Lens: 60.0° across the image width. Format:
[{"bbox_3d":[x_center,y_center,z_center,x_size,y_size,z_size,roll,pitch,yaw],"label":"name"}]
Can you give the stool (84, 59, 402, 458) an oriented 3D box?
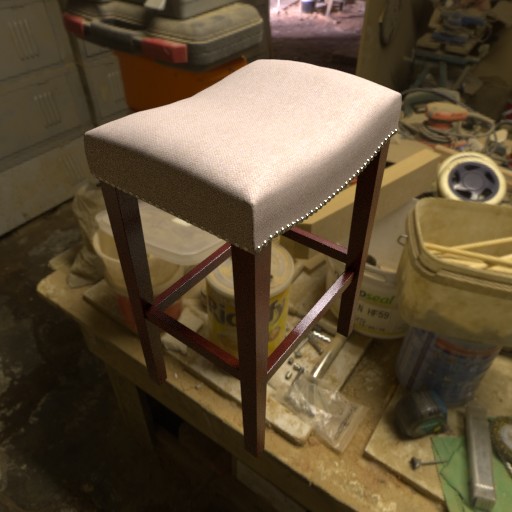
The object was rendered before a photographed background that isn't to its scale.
[{"bbox_3d":[0.000,0.000,1.028,0.372,0.742,0.504,26,47,27],"label":"stool"}]
